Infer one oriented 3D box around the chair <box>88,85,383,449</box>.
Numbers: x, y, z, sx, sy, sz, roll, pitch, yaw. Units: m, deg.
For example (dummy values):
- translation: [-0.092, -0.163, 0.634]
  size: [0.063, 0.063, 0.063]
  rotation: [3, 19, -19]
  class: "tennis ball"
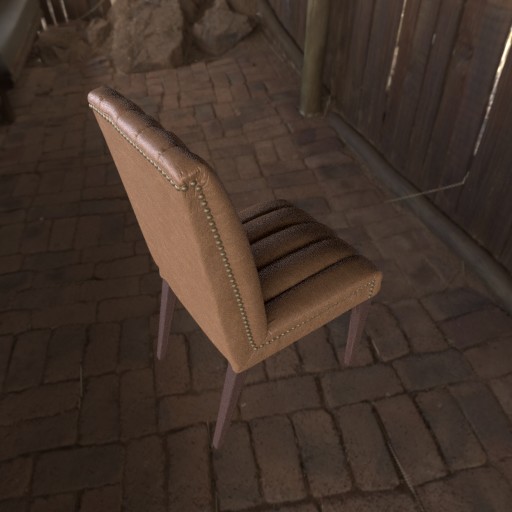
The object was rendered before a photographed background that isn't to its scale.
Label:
- translation: [0.000, 0.000, 1.346]
  size: [0.647, 1.016, 0.511]
  rotation: [-24, 46, -26]
  class: "chair"
